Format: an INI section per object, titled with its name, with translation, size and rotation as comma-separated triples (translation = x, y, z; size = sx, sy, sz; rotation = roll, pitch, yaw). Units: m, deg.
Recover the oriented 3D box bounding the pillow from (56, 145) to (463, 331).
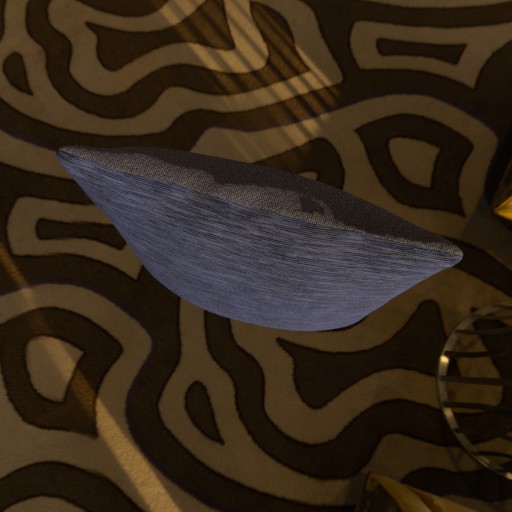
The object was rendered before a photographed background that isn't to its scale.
[pillow]
translation = 0.000, 0.000, 0.676
size = 0.452, 0.439, 0.204
rotation = 15, 77, 4
